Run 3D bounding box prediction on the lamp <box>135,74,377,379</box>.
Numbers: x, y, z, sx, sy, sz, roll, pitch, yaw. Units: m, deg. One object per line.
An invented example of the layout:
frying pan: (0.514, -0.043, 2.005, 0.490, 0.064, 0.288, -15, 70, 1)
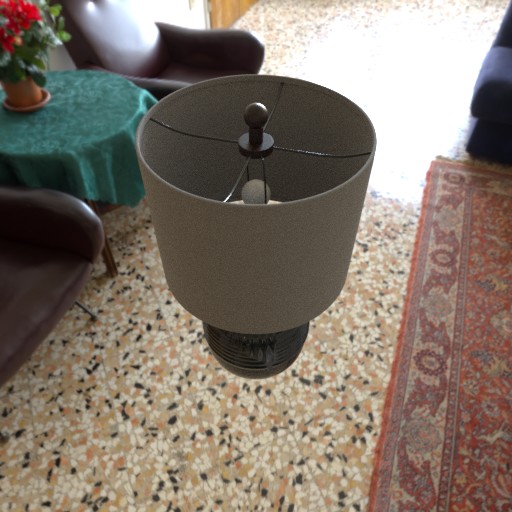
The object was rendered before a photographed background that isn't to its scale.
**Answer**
lamp: (0.000, 0.000, 0.772, 0.318, 0.567, 0.318, 0, 47, 0)
